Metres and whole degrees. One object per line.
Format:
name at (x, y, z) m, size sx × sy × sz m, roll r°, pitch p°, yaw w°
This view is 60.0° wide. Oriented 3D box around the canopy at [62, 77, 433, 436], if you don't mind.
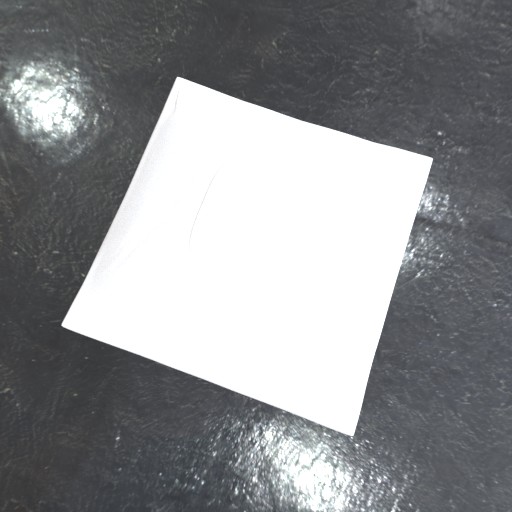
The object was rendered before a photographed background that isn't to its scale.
canopy at (0.000, 0.000, 5.258) m, size 2.996 × 2.997 × 2.998 m, roll 19°, pitch 76°, yaw 5°
